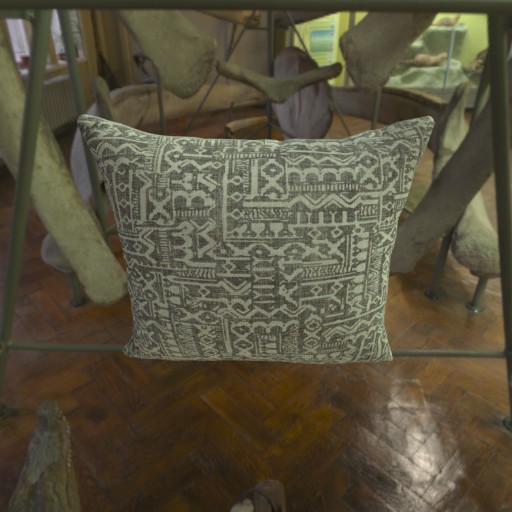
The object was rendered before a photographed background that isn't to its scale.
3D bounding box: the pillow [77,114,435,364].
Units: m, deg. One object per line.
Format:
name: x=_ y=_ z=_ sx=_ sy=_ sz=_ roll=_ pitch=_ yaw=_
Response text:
pillow: x=0.000 y=0.000 z=0.783 sx=0.546 sy=0.487 sz=0.180 roll=1 pitch=30 yaw=2
